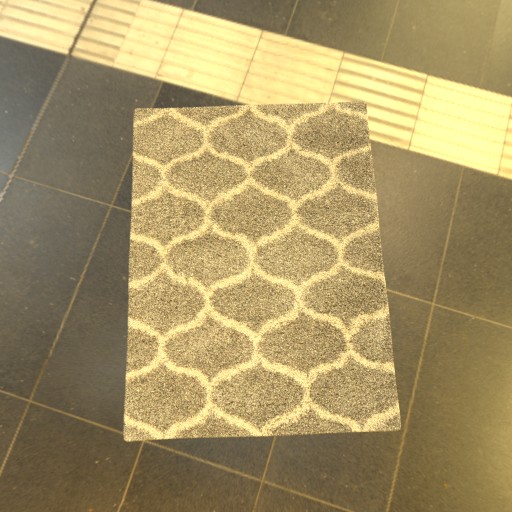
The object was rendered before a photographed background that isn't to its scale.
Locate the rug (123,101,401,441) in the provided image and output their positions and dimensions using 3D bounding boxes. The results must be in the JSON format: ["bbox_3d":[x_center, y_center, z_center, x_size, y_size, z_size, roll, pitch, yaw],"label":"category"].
[{"bbox_3d":[0.000,0.000,2.100,1.200,0.025,1.600,-2,76,0],"label":"rug"}]
